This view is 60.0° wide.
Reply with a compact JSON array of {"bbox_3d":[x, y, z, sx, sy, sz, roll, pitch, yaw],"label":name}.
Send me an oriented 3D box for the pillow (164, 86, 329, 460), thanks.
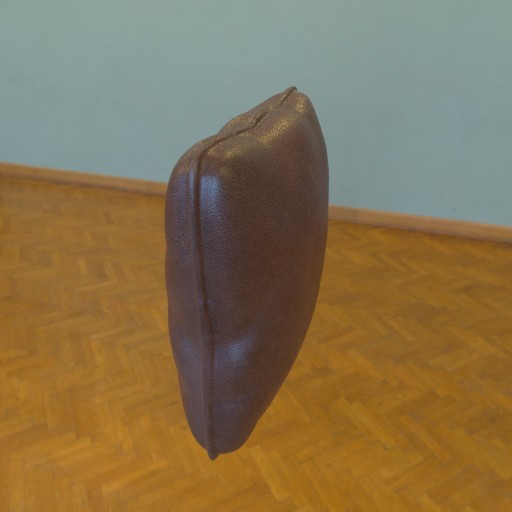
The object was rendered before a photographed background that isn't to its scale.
[{"bbox_3d":[0.000,0.000,0.811,0.236,0.523,0.532,9,31,15],"label":"pillow"}]
